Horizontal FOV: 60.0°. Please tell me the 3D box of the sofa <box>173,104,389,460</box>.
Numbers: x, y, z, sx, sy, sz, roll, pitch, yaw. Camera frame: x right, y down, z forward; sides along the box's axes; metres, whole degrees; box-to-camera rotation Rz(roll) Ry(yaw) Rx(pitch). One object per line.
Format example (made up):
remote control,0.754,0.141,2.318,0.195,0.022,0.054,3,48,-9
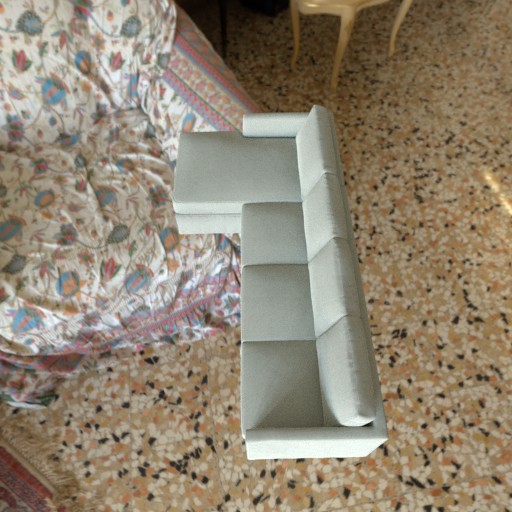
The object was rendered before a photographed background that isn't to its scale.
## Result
sofa,0.000,0.000,3.918,1.650,0.922,3.205,-1,57,-1
